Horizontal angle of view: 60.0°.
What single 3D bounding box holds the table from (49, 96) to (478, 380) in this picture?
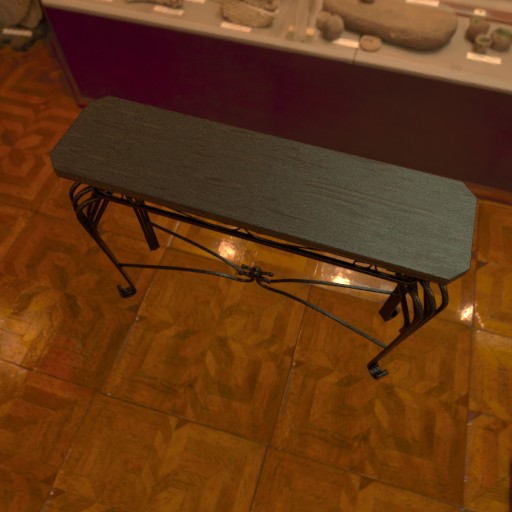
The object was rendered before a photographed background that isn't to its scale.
[{"bbox_3d":[0.000,0.000,1.465,1.112,0.800,0.329,16,61,9],"label":"table"}]
